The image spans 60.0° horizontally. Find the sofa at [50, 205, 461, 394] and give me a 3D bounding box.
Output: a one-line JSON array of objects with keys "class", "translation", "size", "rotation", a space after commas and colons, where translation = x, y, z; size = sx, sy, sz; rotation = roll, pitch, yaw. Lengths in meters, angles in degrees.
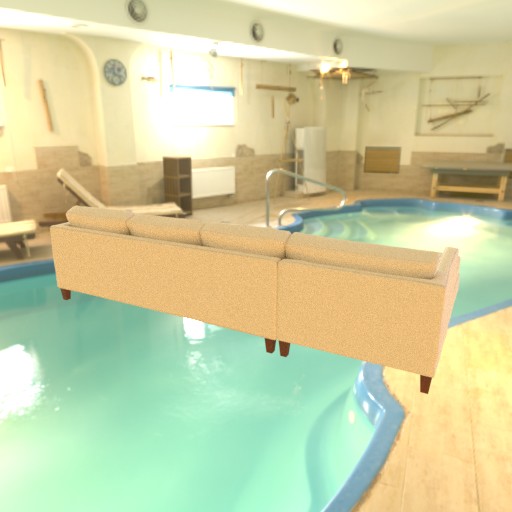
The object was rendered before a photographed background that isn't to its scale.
[{"class": "sofa", "translation": [0.000, 0.000, 3.852], "size": [3.186, 0.846, 1.625], "rotation": [9, 19, 27]}]
